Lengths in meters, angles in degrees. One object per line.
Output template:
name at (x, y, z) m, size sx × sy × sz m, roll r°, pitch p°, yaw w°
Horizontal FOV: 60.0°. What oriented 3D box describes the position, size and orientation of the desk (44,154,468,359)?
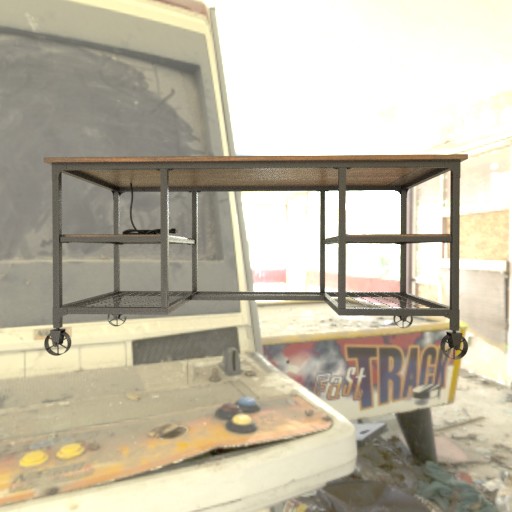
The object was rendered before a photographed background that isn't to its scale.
desk at (0.000, 0.000, 1.988) m, size 1.590 × 0.751 × 0.711 m, roll 0°, pitch 1°, yaw 2°
